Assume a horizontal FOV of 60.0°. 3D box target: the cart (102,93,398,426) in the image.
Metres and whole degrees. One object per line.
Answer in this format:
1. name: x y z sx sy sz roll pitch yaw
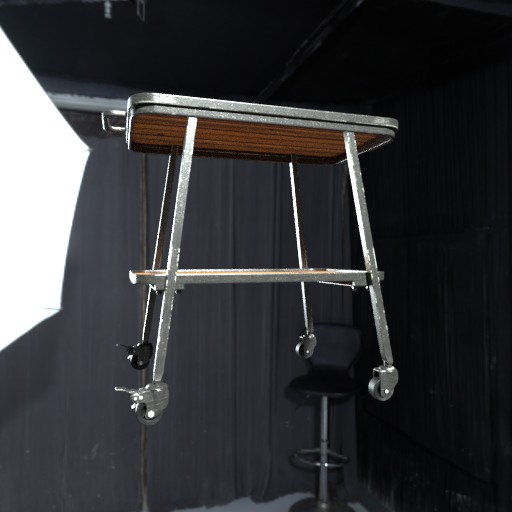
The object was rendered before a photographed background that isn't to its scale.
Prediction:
1. cart: 0.000 0.000 1.233 0.806 0.700 0.515 0 0 -17
